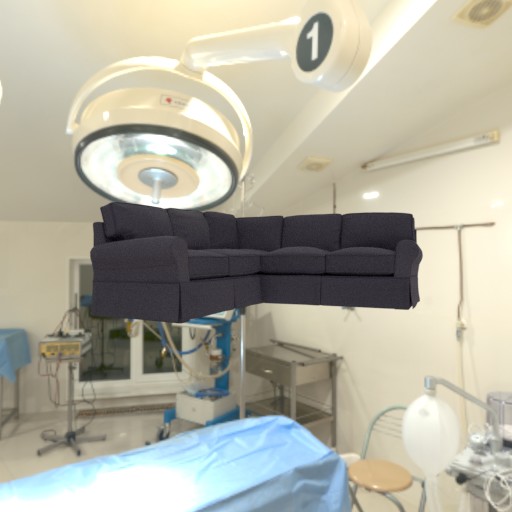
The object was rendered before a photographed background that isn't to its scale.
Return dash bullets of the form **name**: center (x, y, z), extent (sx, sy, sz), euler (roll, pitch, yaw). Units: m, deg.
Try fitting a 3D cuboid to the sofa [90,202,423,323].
- **sofa**: center (0.000, 0.000, 5.182), extent (3.773, 1.169, 2.874), euler (0, 0, -35)
